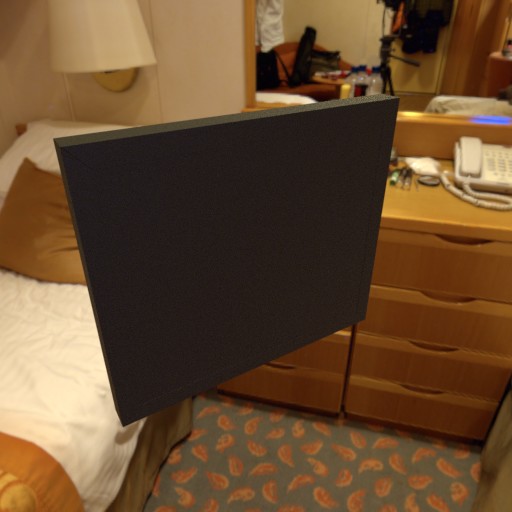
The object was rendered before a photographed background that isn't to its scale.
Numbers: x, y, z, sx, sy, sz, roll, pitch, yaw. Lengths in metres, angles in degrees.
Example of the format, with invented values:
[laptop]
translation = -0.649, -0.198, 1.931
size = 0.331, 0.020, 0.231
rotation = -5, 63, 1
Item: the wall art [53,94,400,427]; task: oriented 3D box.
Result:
[wall art]
translation = 0.000, 0.000, 0.529
size = 0.381, 0.330, 0.029
rotation = -17, 34, -27
